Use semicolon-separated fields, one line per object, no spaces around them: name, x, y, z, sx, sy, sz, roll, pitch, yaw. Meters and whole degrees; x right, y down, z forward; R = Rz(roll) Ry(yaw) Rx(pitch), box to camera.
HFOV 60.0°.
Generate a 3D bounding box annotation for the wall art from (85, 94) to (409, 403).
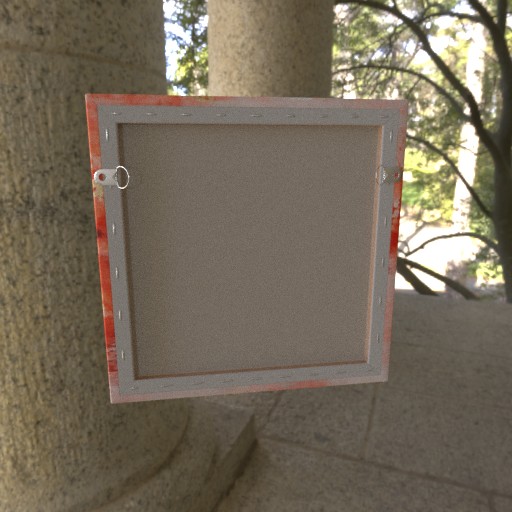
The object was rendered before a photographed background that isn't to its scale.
wall art;0.000;0.000;1.290;0.878;0.878;0.066;-2;13;-9
